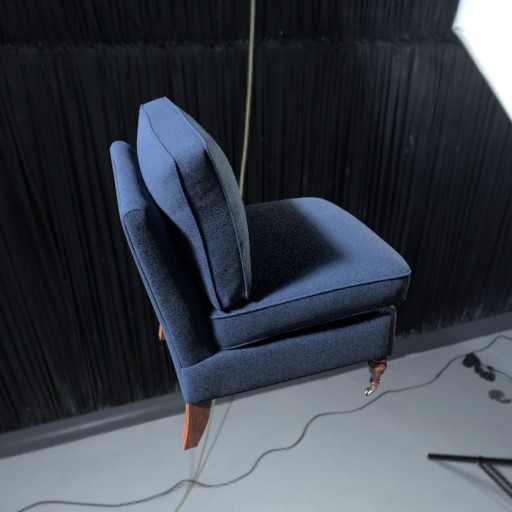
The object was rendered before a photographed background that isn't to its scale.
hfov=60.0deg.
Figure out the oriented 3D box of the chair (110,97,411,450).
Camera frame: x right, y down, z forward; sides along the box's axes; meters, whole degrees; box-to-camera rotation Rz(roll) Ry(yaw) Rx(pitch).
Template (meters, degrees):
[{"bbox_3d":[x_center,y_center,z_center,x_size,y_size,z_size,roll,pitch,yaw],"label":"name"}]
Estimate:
[{"bbox_3d":[0.000,0.000,1.647,0.912,1.052,0.724,-9,30,-16],"label":"chair"}]
